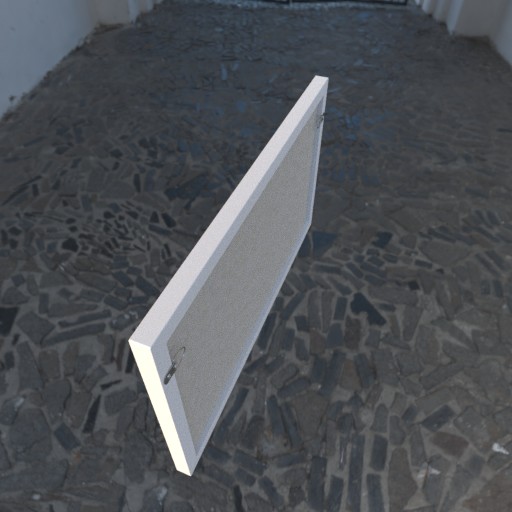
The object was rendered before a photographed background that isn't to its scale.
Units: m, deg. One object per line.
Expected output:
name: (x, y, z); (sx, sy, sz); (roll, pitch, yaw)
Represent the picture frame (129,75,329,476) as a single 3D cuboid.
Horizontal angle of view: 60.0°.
picture frame: (0.000, 0.000, 0.784); (0.044, 0.379, 0.647); (16, 48, 15)
